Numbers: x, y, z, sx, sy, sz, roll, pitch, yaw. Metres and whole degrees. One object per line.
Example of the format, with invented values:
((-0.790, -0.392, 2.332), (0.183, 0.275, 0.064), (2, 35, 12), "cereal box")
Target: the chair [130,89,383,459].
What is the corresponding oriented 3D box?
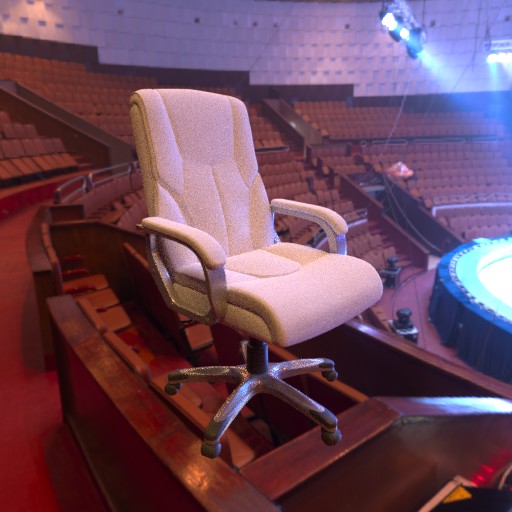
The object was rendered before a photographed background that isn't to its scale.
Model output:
((0.000, 0.000, 1.521), (0.738, 1.120, 0.687), (14, 21, 43), "chair")
